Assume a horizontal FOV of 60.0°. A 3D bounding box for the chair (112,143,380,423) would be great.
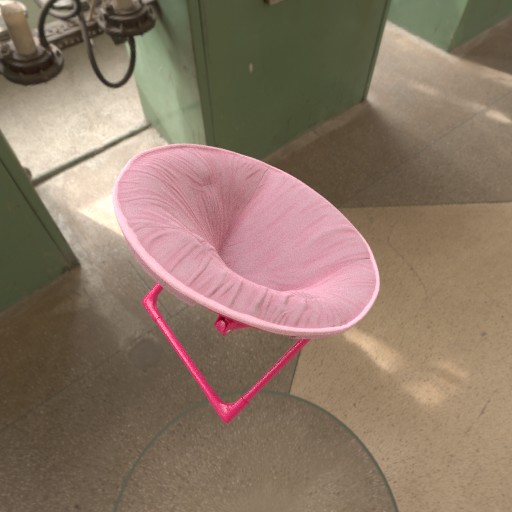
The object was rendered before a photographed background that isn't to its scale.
[{"bbox_3d":[0.000,0.000,0.926,0.459,0.494,0.522,-33,63,-19],"label":"chair"}]
